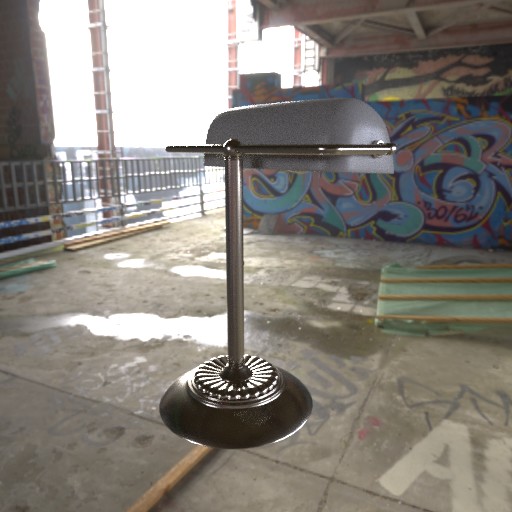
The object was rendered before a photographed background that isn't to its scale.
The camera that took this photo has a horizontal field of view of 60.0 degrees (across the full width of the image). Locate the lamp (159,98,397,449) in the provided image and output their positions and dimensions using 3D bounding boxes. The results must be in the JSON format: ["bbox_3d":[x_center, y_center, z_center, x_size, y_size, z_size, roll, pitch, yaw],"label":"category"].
[{"bbox_3d":[0.000,0.000,0.505,0.243,0.339,0.264,-13,19,-42],"label":"lamp"}]
